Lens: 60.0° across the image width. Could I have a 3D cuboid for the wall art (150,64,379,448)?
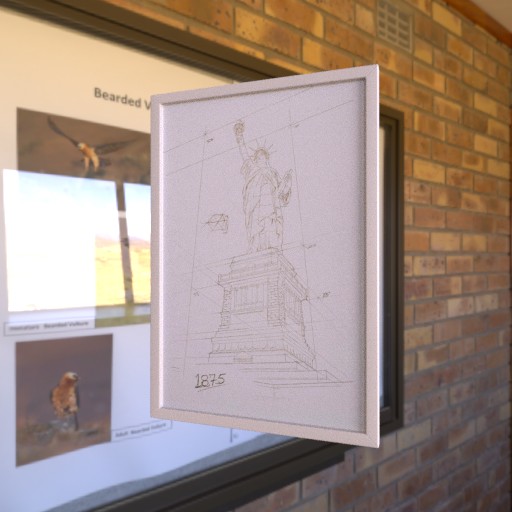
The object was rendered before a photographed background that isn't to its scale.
[{"bbox_3d":[0.000,0.000,1.511,0.808,1.183,0.038,0,0,19],"label":"wall art"}]
